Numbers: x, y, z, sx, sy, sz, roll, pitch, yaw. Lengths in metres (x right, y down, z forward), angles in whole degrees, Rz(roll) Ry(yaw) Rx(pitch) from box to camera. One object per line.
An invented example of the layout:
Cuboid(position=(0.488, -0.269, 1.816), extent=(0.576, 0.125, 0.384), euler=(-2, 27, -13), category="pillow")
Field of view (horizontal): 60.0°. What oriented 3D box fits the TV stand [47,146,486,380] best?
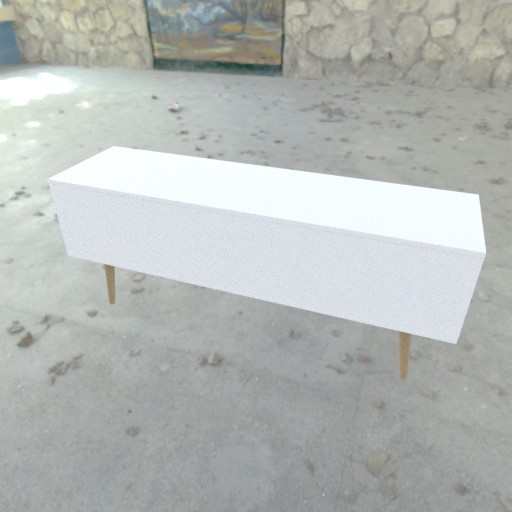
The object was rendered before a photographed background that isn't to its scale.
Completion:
Cuboid(position=(0.000, 0.000, 1.640), extent=(1.398, 0.560, 0.401), euler=(11, 34, 17), category="TV stand")
